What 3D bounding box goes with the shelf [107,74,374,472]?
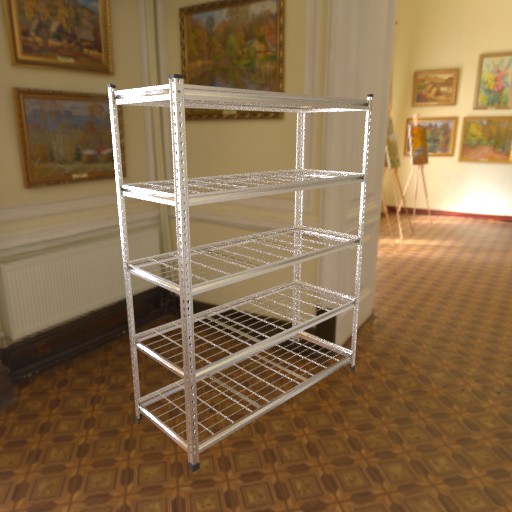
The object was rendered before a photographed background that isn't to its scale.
[{"bbox_3d":[0.000,0.000,2.815,1.524,1.981,0.610,-15,21,-42],"label":"shelf"}]
